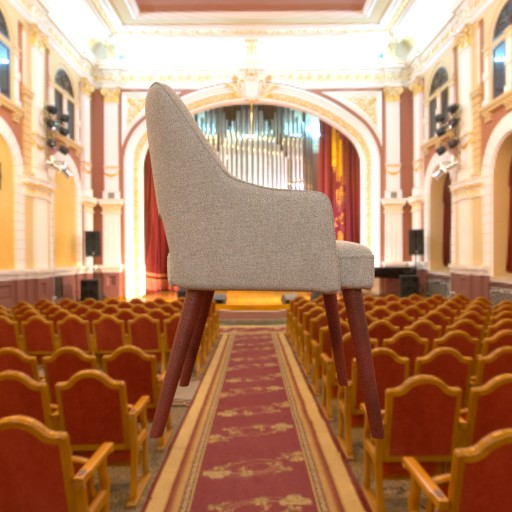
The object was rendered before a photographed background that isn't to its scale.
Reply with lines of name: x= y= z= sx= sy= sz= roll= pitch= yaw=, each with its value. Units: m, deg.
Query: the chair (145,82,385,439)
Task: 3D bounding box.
chair: x=0.000 y=0.000 z=1.250 sx=0.605 sy=0.849 sz=0.548 roll=0 pitch=0 yaw=0
